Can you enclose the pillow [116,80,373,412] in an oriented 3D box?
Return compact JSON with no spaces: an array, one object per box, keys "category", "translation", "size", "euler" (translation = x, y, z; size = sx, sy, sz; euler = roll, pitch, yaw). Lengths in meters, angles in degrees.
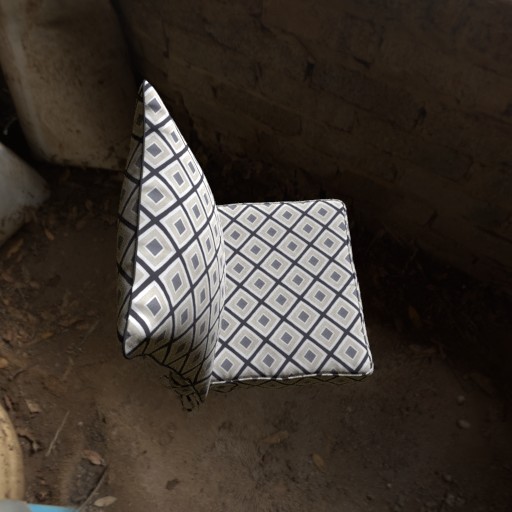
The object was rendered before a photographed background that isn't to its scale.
[{"category":"pillow","translation":[0.000,0.000,1.359],"size":[0.733,0.722,0.798],"euler":[-3,63,-1]}]
